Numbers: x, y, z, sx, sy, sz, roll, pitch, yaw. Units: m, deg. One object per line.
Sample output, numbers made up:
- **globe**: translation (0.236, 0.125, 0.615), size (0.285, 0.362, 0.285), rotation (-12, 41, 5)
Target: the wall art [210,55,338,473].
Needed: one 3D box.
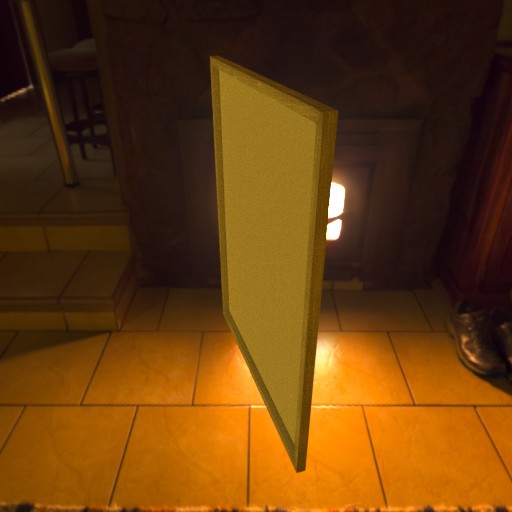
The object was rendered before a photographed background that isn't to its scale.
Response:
- **wall art**: translation (0.000, 0.000, 1.338), size (0.035, 1.022, 0.781), rotation (-10, 33, -17)
